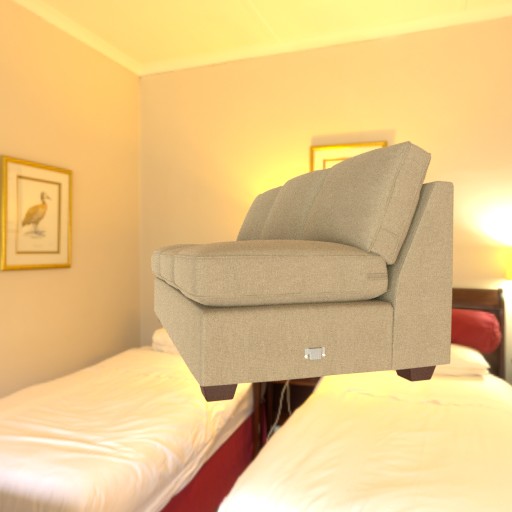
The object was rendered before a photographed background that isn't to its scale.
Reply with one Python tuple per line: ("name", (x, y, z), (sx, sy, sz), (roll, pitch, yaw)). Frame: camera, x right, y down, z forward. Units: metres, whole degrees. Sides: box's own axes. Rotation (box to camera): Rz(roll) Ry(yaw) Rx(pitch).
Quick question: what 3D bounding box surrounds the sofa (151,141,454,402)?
("sofa", (0.000, 0.000, 2.708), (1.127, 1.036, 2.092), (0, 1, -17))
